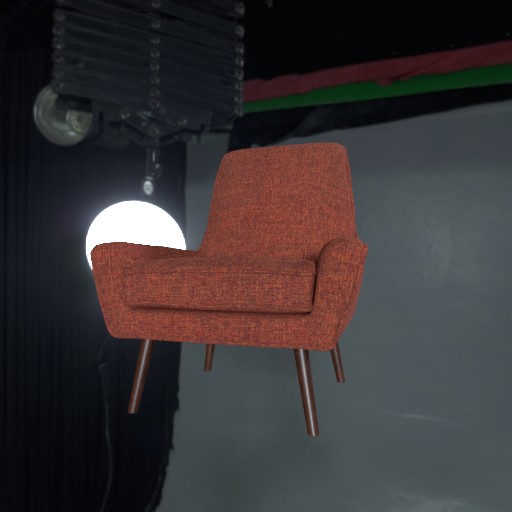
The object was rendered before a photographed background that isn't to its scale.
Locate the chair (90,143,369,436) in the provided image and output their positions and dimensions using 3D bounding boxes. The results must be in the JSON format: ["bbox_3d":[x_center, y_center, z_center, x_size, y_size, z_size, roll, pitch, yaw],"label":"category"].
[{"bbox_3d":[0.000,0.000,1.523,0.803,0.911,0.784,0,-1,19],"label":"chair"}]
